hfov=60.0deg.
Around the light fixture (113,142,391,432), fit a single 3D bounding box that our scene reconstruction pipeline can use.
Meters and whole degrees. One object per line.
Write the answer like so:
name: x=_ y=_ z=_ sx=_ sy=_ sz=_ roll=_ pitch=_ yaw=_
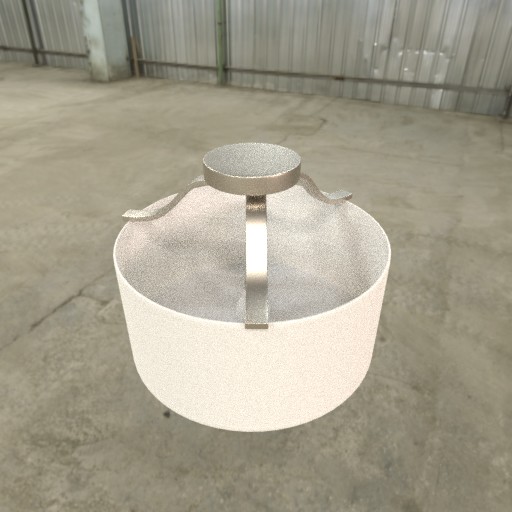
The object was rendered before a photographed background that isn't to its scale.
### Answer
light fixture: x=0.000 y=0.000 z=0.653 sx=0.395 sy=0.304 sz=0.395 roll=0 pitch=32 yaw=0
